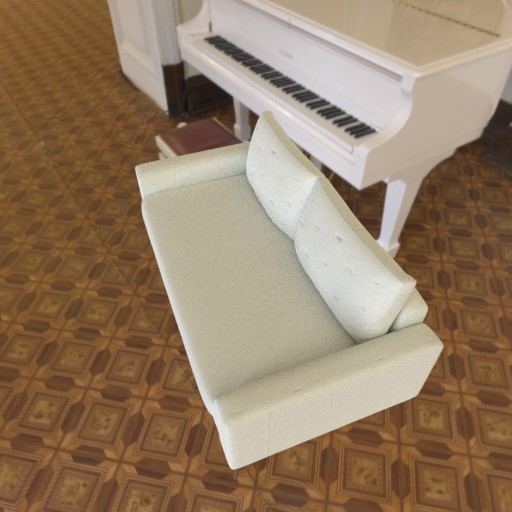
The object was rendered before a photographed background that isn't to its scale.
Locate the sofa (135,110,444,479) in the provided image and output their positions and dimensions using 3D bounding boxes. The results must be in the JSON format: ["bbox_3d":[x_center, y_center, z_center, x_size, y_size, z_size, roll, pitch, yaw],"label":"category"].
[{"bbox_3d":[0.000,0.000,2.188,0.920,0.790,1.650,-16,48,-15],"label":"sofa"}]
